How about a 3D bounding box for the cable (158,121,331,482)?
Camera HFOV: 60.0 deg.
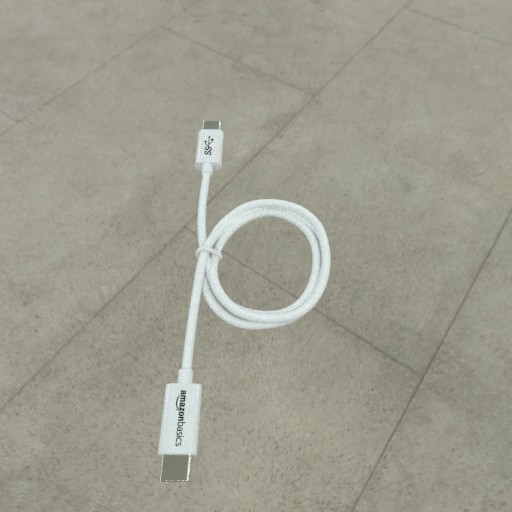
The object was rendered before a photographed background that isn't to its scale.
[{"bbox_3d":[0.000,0.000,0.204,0.070,0.014,0.186,1,58,0],"label":"cable"}]
